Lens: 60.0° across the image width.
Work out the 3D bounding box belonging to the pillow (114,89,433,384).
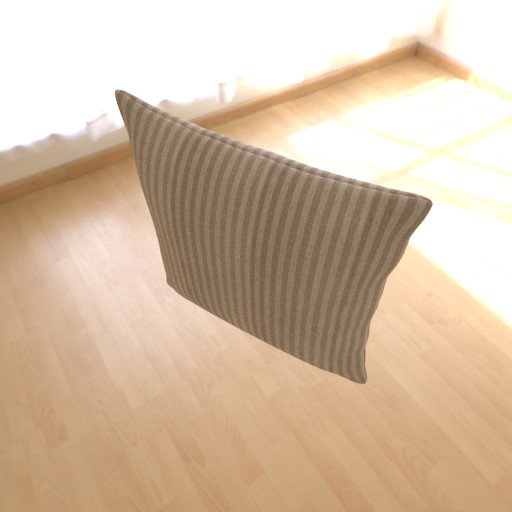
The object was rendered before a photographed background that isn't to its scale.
[{"bbox_3d":[0.000,0.000,0.814,0.523,0.510,0.166,25,53,20],"label":"pillow"}]
